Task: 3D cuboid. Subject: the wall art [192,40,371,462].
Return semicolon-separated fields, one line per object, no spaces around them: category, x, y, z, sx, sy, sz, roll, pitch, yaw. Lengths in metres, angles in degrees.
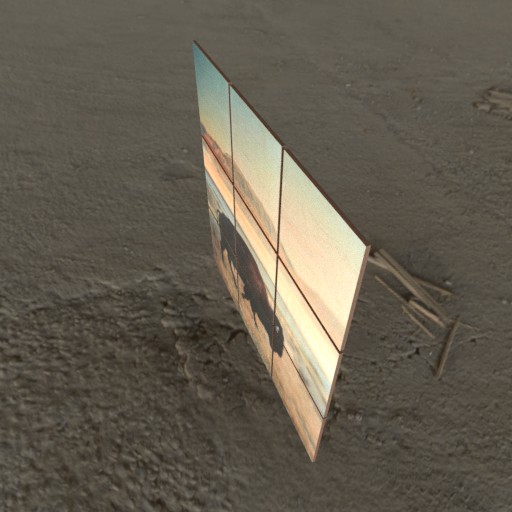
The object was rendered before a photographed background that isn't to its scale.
wall art;0.000;0.000;1.744;0.019;1.218;1.221;-17;48;-16
